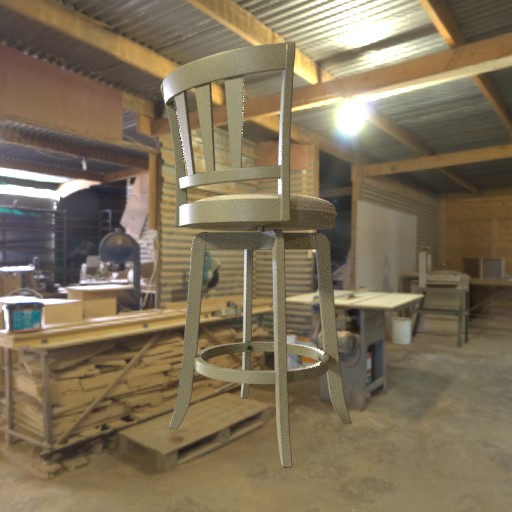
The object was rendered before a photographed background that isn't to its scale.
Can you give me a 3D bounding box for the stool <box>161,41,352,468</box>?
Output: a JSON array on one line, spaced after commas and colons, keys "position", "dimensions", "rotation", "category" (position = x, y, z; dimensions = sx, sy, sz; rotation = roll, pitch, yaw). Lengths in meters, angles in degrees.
[{"position": [0.000, 0.000, 1.275], "dimensions": [0.450, 0.994, 0.486], "rotation": [0, 0, 36], "category": "stool"}]
